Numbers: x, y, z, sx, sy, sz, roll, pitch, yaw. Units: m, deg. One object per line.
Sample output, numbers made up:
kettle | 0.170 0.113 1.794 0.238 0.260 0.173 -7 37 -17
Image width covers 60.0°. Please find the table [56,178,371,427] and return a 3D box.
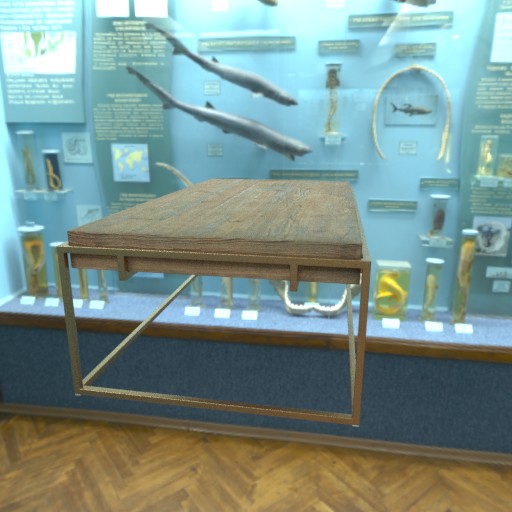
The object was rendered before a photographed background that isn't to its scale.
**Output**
table | 0.000 0.000 1.763 0.775 0.468 1.387 3 16 10
